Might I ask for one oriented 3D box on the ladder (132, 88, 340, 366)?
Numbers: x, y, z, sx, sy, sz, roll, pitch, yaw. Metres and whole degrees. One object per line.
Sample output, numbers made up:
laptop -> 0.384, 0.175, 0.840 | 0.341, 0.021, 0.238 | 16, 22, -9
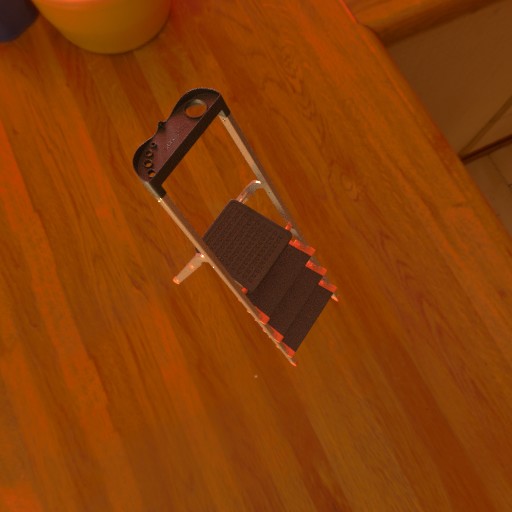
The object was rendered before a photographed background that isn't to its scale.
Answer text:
ladder -> 0.000, 0.000, 1.799 | 0.834, 1.429, 0.452 | 33, 77, 9
